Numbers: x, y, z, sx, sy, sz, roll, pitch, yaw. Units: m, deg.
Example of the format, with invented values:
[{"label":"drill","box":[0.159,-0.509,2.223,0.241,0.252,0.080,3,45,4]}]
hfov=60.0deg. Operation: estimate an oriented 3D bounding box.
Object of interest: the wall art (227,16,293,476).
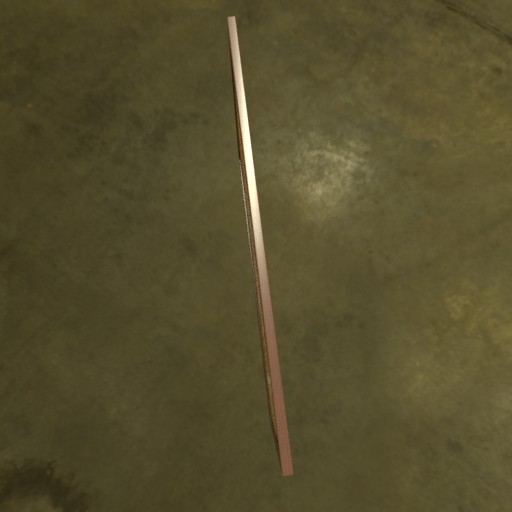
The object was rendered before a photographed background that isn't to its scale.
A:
[{"label":"wall art","box":[0.000,0.000,0.833,0.014,0.455,0.660,-7,76,-2]}]
